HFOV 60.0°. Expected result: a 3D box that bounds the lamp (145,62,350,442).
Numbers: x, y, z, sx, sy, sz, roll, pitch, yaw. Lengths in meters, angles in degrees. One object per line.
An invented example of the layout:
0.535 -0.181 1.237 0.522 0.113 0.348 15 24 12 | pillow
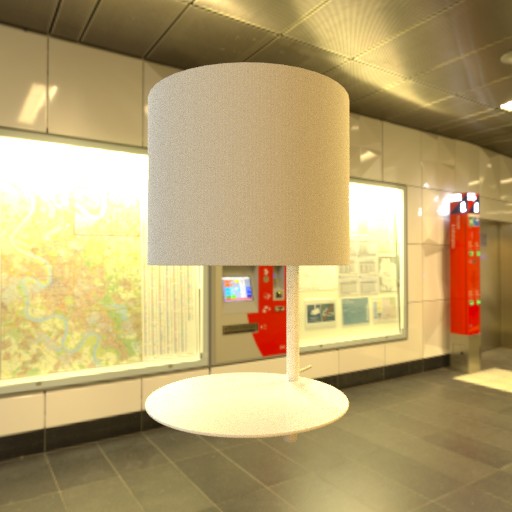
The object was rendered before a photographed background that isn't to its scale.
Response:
0.000 0.000 0.685 0.299 0.454 0.341 -1 -1 38 | lamp
